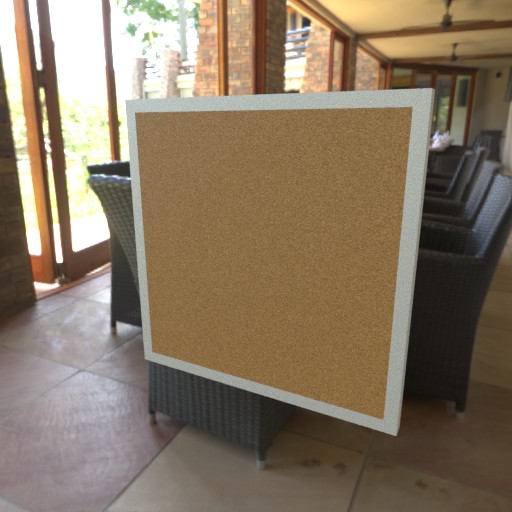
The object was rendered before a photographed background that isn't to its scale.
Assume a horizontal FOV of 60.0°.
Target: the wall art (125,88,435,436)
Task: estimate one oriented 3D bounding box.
[{"bbox_3d":[0.000,0.000,1.117,0.762,0.762,0.038,8,18,27],"label":"wall art"}]
